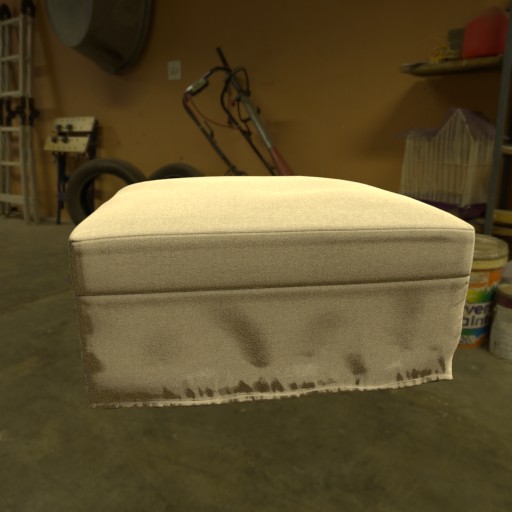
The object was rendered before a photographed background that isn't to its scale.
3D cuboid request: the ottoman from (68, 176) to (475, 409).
[{"bbox_3d":[0.000,0.000,1.291,0.840,0.436,0.843,-2,15,-8],"label":"ottoman"}]
